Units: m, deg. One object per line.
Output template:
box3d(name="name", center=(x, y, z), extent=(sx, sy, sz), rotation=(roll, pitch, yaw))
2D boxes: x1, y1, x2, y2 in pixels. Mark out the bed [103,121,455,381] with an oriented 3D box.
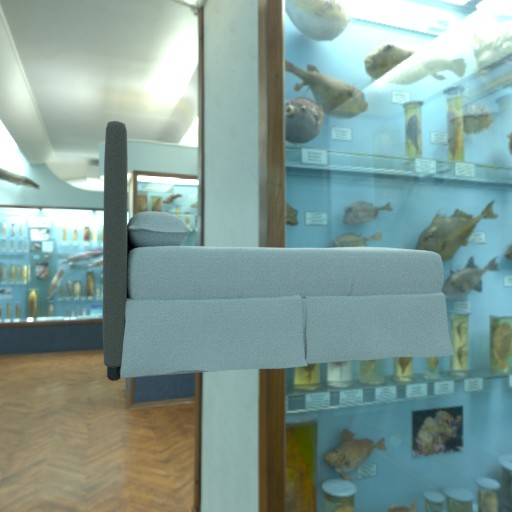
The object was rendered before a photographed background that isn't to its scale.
box3d(name="bed", center=(0.000, 0.000, 3.309), extent=(2.142, 1.330, 1.748), rotation=(0, -2, -18))
